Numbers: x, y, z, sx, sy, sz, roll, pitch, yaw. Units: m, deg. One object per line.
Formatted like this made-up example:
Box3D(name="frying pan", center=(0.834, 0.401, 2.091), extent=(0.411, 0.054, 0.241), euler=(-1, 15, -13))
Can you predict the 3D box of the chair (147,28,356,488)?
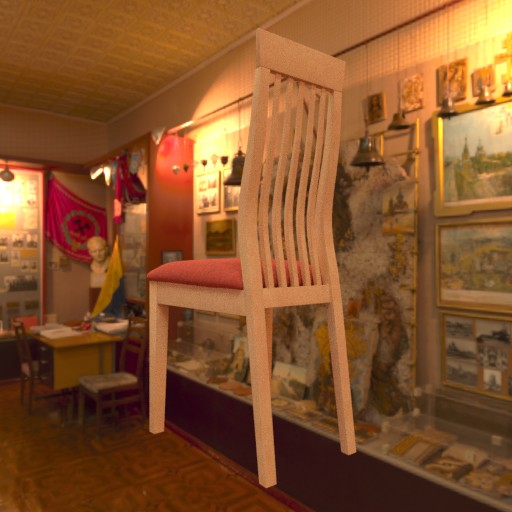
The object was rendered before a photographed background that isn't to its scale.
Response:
Box3D(name="chair", center=(0.000, 0.000, 1.247), extent=(0.460, 1.027, 0.474), euler=(0, 0, -37))
